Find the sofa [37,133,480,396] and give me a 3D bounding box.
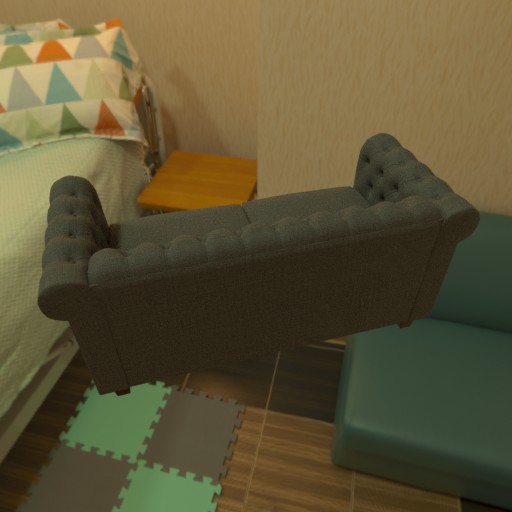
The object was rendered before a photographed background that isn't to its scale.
[{"bbox_3d":[0.000,0.000,2.200,1.798,0.797,0.783,-11,42,-12],"label":"sofa"}]
